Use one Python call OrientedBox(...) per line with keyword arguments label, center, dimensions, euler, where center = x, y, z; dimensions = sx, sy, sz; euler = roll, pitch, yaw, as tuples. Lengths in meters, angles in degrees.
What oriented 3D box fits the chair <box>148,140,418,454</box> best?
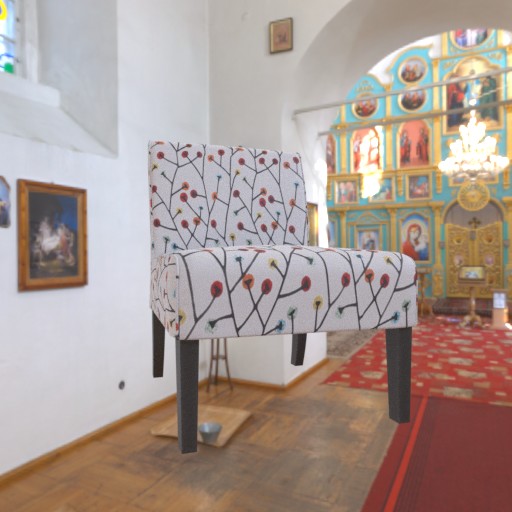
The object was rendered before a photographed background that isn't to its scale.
OrientedBox(label="chair", center=(0.000, 0.000, 1.312), dimensions=(0.597, 0.813, 0.732), euler=(0, 0, -19))
